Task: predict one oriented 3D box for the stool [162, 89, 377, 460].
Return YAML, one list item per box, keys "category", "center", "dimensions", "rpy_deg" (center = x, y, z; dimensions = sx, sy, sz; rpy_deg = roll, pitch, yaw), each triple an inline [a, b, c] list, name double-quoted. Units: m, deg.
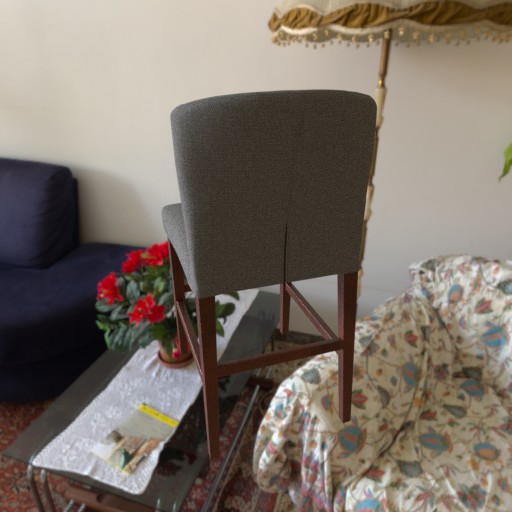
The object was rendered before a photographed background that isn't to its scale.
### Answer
- category: "stool"
  center: [0.000, 0.000, 1.310]
  dimensions: [0.479, 0.968, 0.568]
  rpy_deg: [-8, 27, -17]
